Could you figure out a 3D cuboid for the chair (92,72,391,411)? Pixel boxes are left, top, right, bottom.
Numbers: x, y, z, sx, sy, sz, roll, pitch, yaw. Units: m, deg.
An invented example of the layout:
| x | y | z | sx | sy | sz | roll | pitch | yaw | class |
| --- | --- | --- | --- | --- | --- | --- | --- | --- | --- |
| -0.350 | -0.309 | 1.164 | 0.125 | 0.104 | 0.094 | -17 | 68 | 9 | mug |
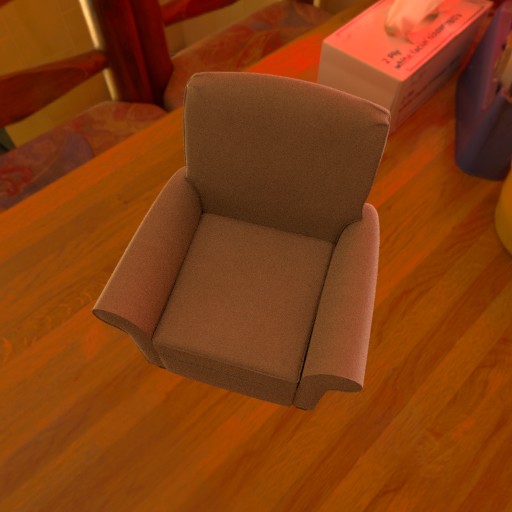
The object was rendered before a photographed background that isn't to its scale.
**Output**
| x | y | z | sx | sy | sz | roll | pitch | yaw | class |
| --- | --- | --- | --- | --- | --- | --- | --- | --- | --- |
| 0.000 | 0.000 | 1.793 | 0.978 | 1.061 | 0.905 | 14 | 60 | 8 | chair |
